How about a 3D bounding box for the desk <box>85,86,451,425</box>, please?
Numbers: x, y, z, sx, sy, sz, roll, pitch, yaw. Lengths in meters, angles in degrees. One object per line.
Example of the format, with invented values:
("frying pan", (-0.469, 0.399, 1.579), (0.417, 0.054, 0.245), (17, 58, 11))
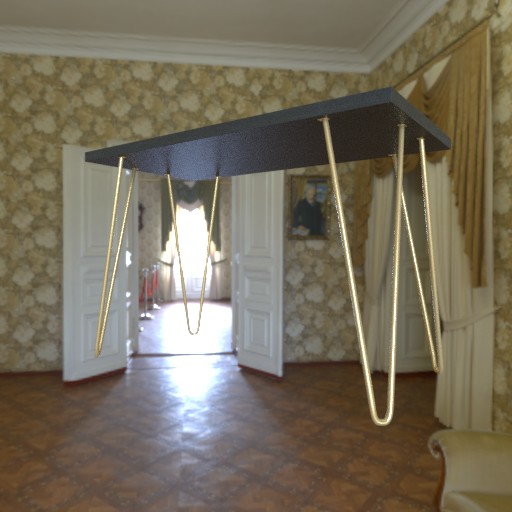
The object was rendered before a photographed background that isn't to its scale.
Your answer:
("desk", (0.000, 0.000, 1.337), (0.991, 0.660, 0.499), (1, 1, 36))
